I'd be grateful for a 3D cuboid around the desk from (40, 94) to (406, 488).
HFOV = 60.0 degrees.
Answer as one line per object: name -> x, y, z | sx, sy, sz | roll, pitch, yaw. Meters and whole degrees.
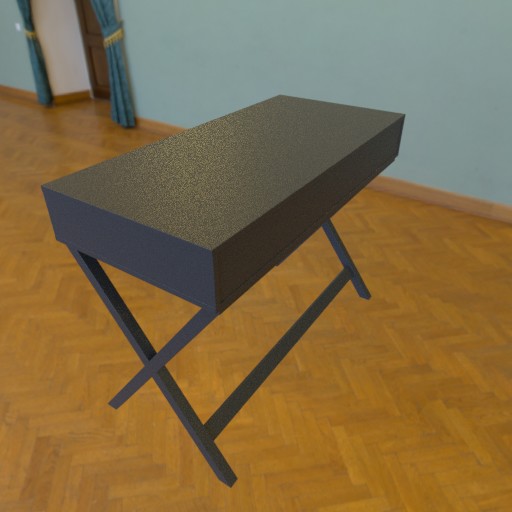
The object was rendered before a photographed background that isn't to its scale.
desk -> 0.000, 0.000, 1.485 | 0.525, 0.780, 1.057 | 20, 38, 28
